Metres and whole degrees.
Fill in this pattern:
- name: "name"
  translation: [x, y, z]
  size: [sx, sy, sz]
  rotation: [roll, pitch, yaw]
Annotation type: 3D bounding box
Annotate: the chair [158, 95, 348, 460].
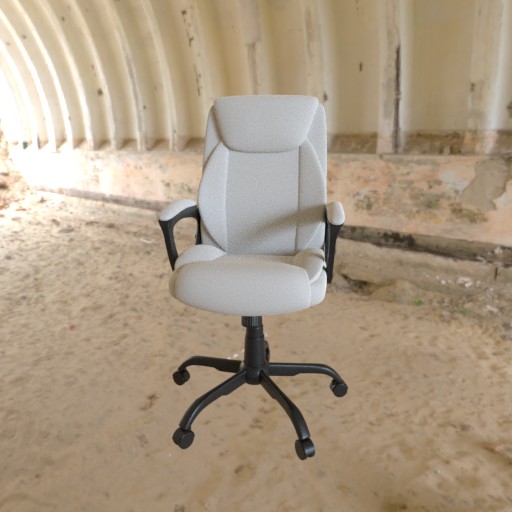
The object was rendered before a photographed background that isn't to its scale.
- name: "chair"
  translation: [0.000, 0.000, 1.477]
  size: [0.663, 1.065, 0.669]
  rotation: [2, 15, 8]
